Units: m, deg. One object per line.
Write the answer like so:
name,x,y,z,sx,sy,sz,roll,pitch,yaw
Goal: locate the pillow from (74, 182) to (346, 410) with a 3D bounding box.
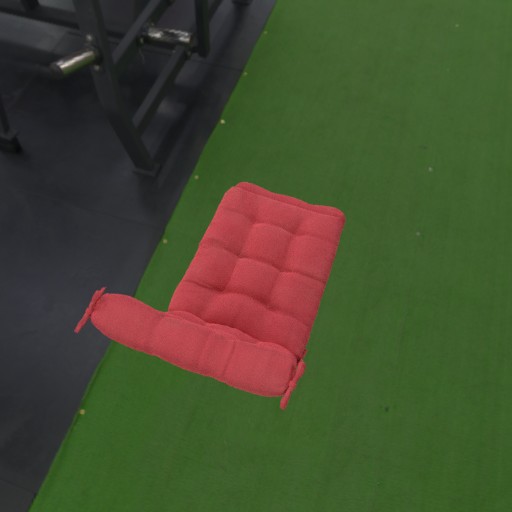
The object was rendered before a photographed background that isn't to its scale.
pillow,0.000,0.000,1.506,0.526,0.863,1.016,18,64,9
